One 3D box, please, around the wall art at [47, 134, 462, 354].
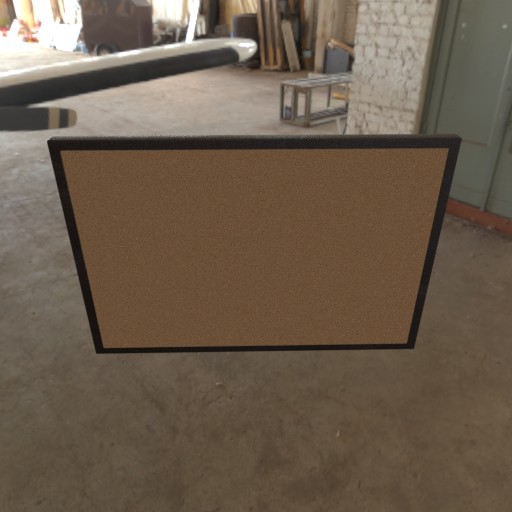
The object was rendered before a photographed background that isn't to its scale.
[{"bbox_3d":[0.000,0.000,1.137,0.912,0.612,0.038,-1,29,-1],"label":"wall art"}]
